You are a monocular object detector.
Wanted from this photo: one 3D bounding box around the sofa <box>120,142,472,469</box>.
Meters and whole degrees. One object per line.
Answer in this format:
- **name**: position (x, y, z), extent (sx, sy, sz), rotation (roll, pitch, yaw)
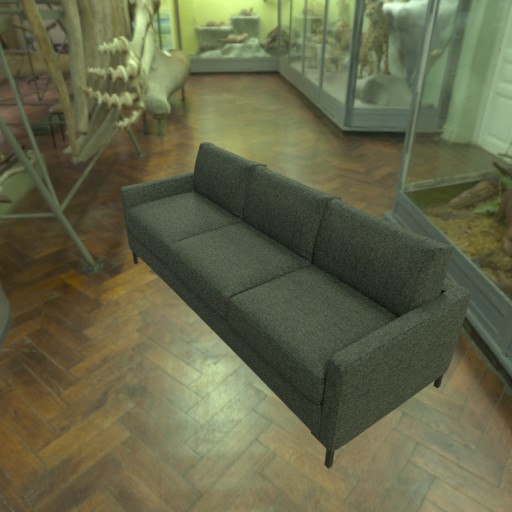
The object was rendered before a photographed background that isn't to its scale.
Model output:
- **sofa**: position (0.000, 0.000, 2.695), extent (0.876, 0.879, 2.253), rotation (-20, 35, -31)
